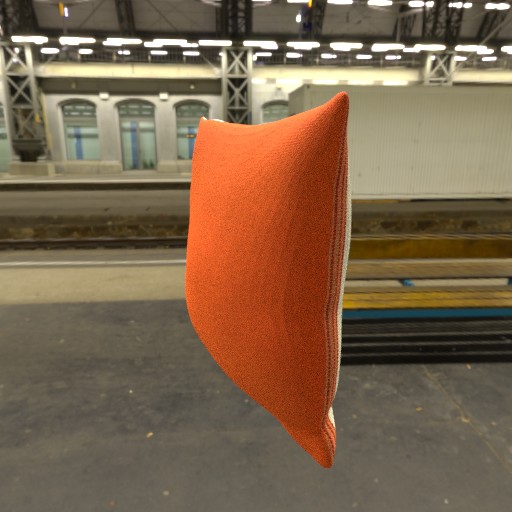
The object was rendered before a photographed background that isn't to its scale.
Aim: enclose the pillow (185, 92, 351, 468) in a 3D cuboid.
[{"bbox_3d":[0.000,0.000,0.682,0.182,0.441,0.440,-7,16,-26],"label":"pillow"}]
